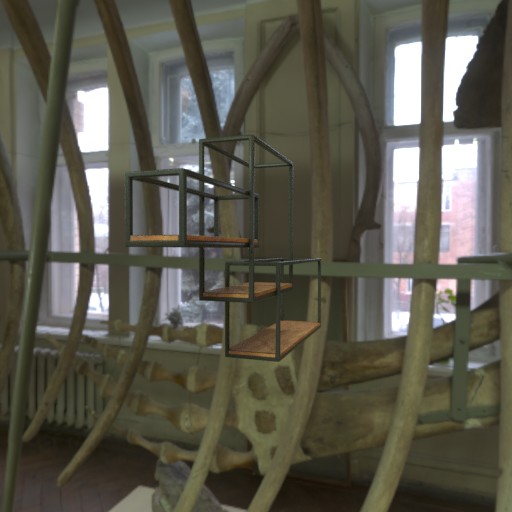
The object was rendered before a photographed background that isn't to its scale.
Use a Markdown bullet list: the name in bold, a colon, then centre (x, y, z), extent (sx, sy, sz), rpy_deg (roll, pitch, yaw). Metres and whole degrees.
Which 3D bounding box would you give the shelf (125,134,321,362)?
- **shelf**: centre (0.000, 0.000, 2.140), extent (0.275, 0.972, 1.781), rpy_deg (0, 1, 20)
